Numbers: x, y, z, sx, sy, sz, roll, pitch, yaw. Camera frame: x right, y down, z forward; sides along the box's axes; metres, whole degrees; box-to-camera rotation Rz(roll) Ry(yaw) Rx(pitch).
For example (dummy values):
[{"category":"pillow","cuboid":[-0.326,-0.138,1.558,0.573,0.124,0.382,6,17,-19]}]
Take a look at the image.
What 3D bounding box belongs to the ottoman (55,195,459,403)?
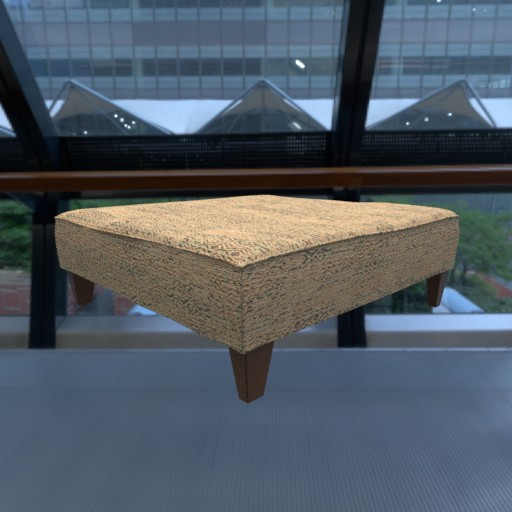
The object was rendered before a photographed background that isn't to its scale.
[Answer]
[{"category":"ottoman","cuboid":[0.000,0.000,1.531,1.004,0.356,0.968,-12,17,-42]}]
